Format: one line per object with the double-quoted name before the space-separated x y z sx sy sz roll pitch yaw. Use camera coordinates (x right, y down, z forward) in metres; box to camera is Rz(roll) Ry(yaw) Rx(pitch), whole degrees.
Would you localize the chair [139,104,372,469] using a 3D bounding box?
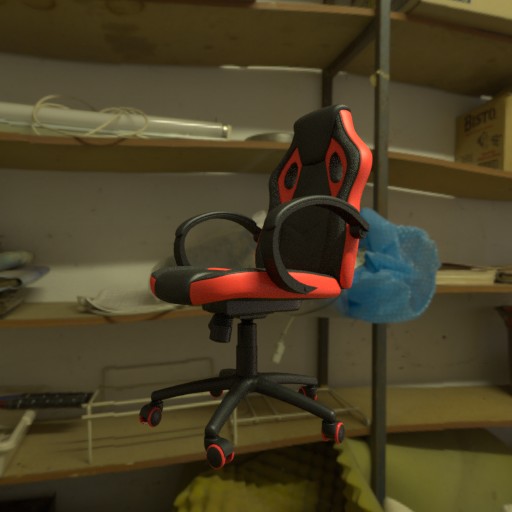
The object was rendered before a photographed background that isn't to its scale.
"chair" 0.000 0.000 1.388 0.642 1.016 0.600 0 0 -37
